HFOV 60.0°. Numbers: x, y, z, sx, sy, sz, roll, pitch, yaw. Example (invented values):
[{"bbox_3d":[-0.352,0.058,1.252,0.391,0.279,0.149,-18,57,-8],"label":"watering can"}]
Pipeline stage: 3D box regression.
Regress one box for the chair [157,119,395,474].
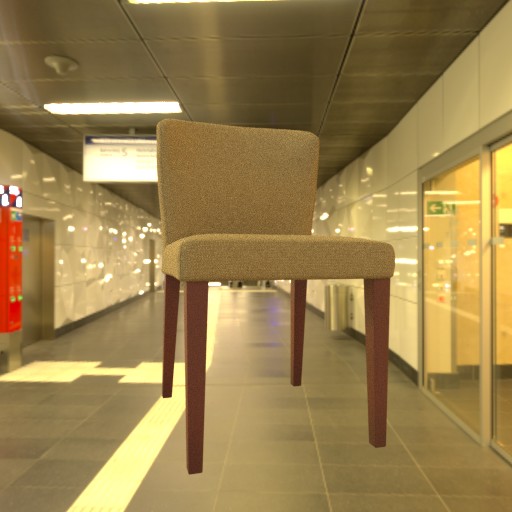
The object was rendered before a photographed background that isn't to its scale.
[{"bbox_3d":[0.000,0.000,1.167,0.491,0.839,0.589,0,0,-17],"label":"chair"}]
